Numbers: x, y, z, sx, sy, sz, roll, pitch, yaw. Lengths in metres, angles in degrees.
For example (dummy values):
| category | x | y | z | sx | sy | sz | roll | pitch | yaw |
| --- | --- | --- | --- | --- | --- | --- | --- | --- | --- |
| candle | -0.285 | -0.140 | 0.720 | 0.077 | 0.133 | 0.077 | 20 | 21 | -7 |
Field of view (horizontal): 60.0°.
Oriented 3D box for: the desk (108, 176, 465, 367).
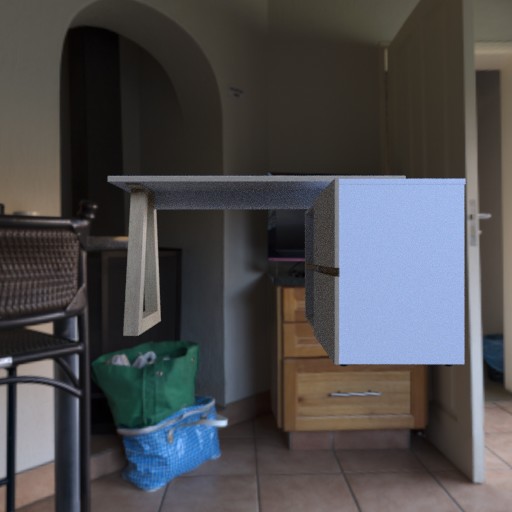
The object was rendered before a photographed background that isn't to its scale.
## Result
| category | x | y | z | sx | sy | sz | roll | pitch | yaw |
| --- | --- | --- | --- | --- | --- | --- | --- | --- | --- |
| desk | 0.000 | 0.000 | 2.027 | 1.404 | 0.755 | 1.098 | 0 | 0 | 0 |
